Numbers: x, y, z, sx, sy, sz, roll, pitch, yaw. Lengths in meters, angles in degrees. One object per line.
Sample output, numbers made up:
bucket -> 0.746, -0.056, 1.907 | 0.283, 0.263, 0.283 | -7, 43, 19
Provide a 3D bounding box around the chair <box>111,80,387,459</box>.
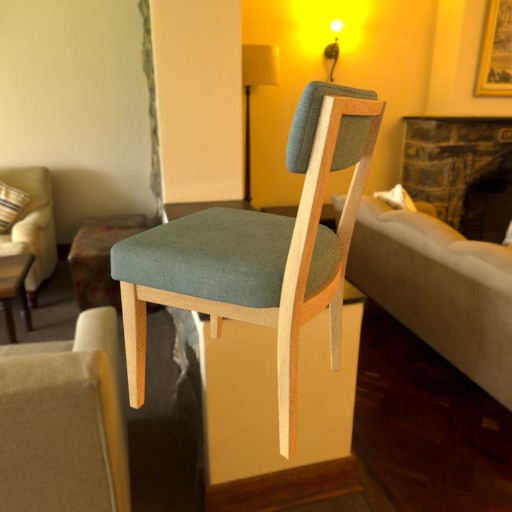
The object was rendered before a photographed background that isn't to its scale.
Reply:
chair -> 0.000, 0.000, 1.176 | 0.572, 0.832, 0.508 | 9, 20, 24
